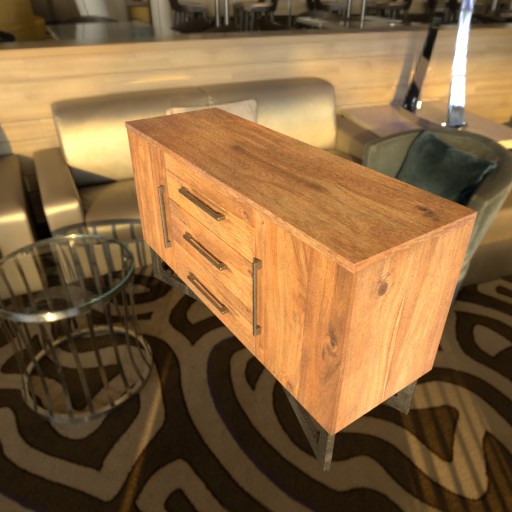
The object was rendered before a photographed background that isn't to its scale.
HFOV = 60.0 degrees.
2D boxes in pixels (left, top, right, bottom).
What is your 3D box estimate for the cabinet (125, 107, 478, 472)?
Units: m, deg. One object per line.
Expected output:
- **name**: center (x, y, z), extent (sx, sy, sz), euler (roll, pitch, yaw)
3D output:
- **cabinet**: center (0.000, 0.000, 1.750), extent (0.480, 0.812, 1.373), euler (-20, 37, -29)
